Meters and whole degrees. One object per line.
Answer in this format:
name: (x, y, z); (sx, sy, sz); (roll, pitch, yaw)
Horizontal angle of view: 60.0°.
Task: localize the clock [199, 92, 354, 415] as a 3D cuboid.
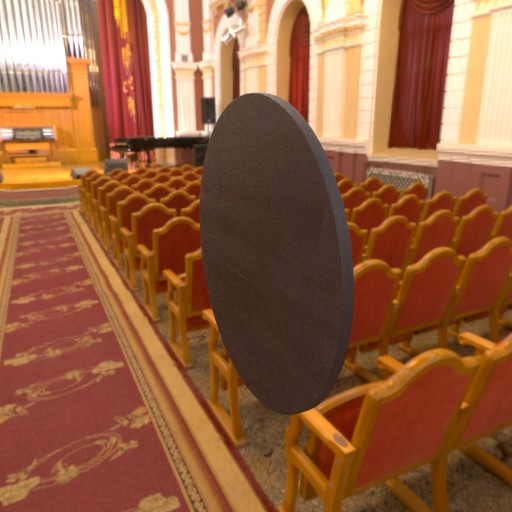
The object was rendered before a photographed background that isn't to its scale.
clock: (0.000, 0.000, 0.862); (0.029, 0.595, 0.595); (-8, 18, -25)
